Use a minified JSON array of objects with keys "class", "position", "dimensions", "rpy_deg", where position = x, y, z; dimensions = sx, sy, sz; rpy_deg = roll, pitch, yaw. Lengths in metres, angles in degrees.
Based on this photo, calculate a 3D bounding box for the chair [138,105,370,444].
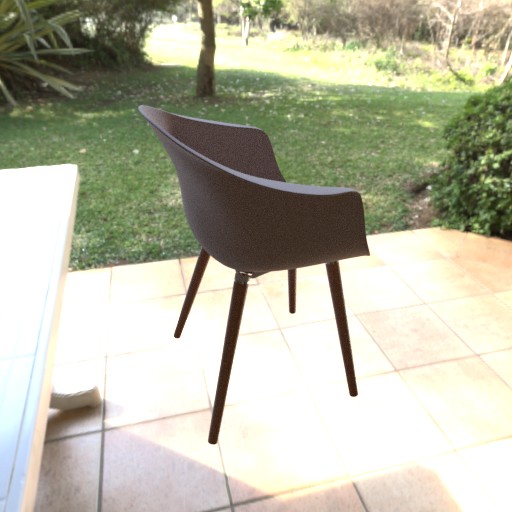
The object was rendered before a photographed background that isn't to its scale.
[{"class":"chair","position":[0.000,0.000,1.172],"dimensions":[0.504,0.781,0.593],"rpy_deg":[-11,31,-18]}]
